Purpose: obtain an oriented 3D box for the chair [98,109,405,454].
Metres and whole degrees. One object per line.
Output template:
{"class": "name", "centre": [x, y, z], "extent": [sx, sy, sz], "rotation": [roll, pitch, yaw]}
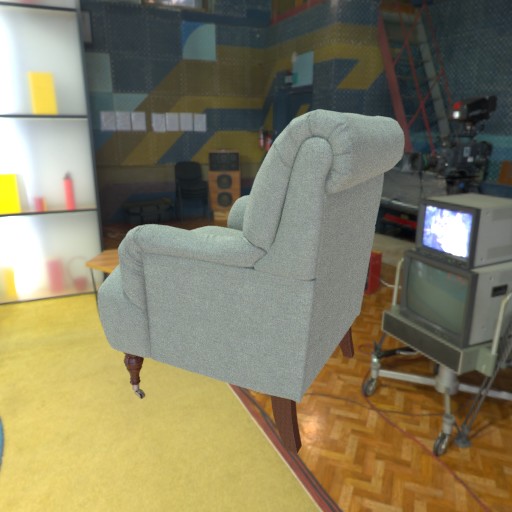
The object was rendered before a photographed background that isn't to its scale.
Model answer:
{"class": "chair", "centre": [0.000, 0.000, 1.939], "extent": [1.060, 1.178, 0.964], "rotation": [8, 18, 25]}
